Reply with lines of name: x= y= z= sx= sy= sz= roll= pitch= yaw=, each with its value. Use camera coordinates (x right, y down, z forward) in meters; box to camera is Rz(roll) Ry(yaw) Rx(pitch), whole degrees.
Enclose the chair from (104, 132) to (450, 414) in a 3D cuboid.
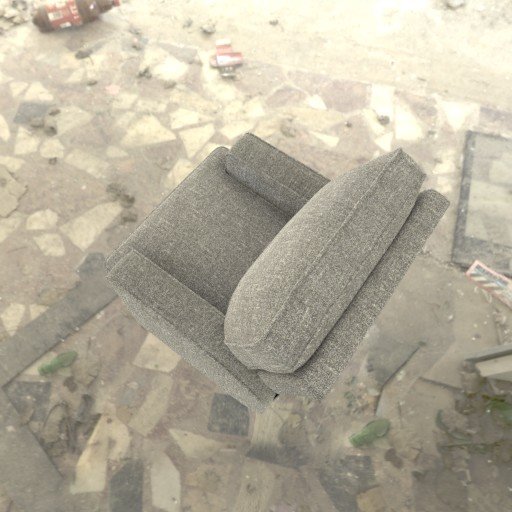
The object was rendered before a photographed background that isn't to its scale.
chair: x=0.000 y=0.000 z=1.682 sx=0.964 sy=0.962 sz=0.861 roll=33 pitch=68 yaw=16
